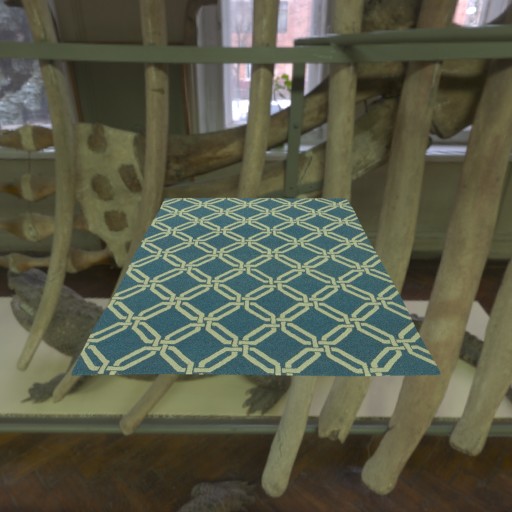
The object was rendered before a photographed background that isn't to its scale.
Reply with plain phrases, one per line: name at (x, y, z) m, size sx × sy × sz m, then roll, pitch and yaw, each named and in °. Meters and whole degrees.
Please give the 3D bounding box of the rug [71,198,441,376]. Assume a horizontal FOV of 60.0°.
rug at (0.000, 0.000, 2.744) m, size 1.524 × 0.013 × 2.135 m, roll 0°, pitch 27°, yaw 0°
